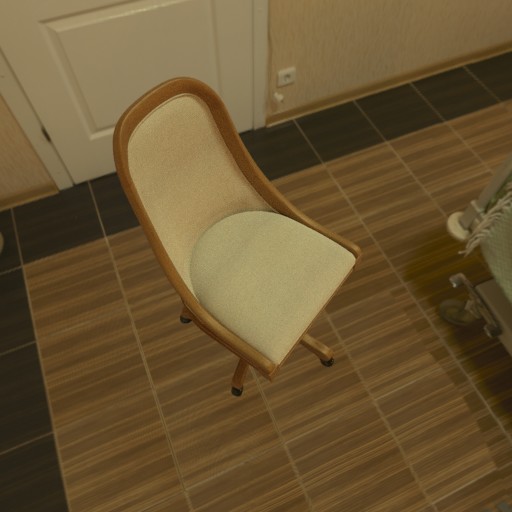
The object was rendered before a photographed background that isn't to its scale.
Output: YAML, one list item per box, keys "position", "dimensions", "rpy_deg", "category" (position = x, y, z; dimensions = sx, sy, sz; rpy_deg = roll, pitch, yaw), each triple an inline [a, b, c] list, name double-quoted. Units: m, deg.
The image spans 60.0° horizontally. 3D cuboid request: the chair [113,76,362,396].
- position: [0.000, 0.000, 1.567]
  dimensions: [0.811, 1.009, 0.702]
  rpy_deg: [34, 65, 18]
  category: "chair"
